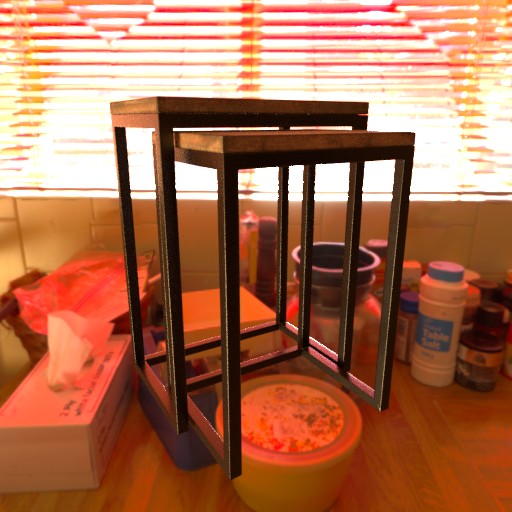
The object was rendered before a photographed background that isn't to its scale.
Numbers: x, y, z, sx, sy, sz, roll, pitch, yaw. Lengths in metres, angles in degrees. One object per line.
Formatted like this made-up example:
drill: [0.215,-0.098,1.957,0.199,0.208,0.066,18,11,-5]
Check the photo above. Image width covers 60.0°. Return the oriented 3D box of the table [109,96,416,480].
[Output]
table: [0.000,0.000,0.929,0.456,0.615,0.460,-9,19,-28]
